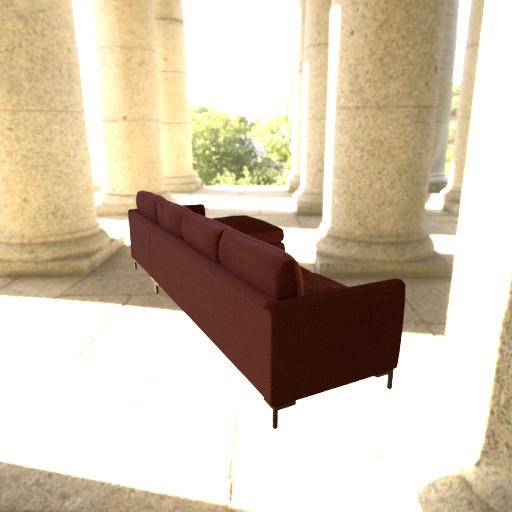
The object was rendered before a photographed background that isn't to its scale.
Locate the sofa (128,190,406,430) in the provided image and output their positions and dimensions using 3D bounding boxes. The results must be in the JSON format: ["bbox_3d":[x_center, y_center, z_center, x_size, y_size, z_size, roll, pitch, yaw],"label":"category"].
[{"bbox_3d":[0.000,0.000,3.467,1.350,0.810,2.932,-8,17,-26],"label":"sofa"}]
